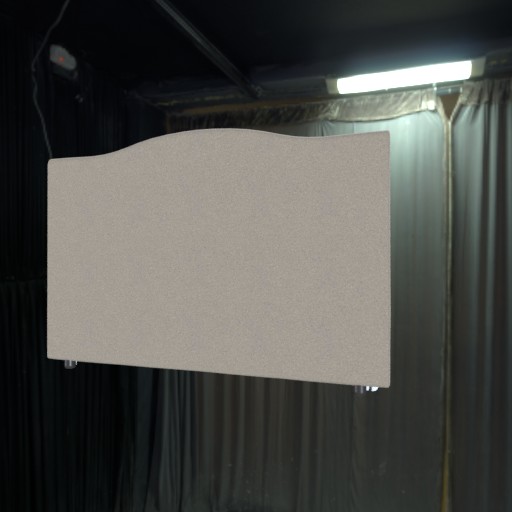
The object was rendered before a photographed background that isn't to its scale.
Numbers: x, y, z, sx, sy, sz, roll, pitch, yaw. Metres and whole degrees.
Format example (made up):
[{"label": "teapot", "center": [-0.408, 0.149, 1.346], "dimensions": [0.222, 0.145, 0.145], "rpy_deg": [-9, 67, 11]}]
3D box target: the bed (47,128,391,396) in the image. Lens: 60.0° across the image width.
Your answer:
[{"label": "bed", "center": [0.000, 0.000, 3.508], "dimensions": [2.083, 1.421, 2.182], "rpy_deg": [0, 0, 18]}]
